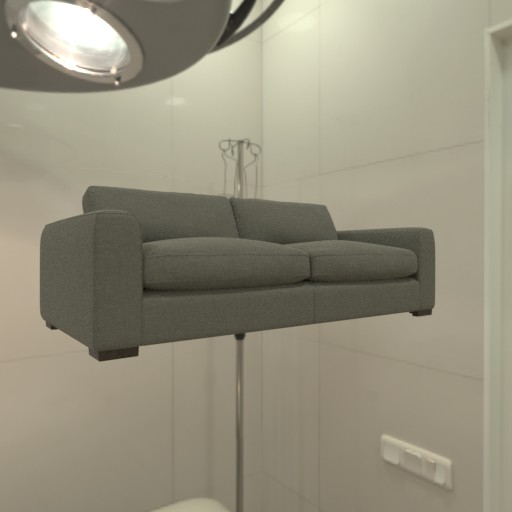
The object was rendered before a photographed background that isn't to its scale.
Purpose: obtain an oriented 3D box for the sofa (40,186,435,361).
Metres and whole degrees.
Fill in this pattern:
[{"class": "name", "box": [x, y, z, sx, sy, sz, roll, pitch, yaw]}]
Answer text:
[{"class": "sofa", "box": [0.000, 0.000, 2.729, 2.262, 0.801, 1.070, 0, 0, -36]}]
